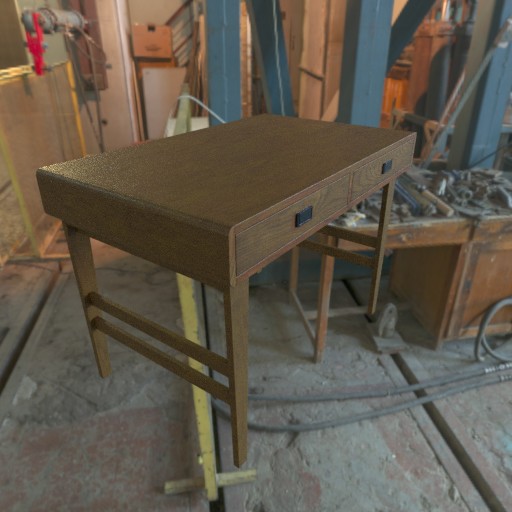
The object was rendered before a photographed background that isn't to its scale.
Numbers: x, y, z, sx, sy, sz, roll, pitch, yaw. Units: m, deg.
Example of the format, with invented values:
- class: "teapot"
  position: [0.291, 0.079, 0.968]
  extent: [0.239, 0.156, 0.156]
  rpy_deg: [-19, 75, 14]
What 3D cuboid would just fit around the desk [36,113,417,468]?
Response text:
- class: "desk"
  position: [0.000, 0.000, 1.545]
  extent: [0.660, 0.754, 1.066]
  rpy_deg: [18, 33, 32]
